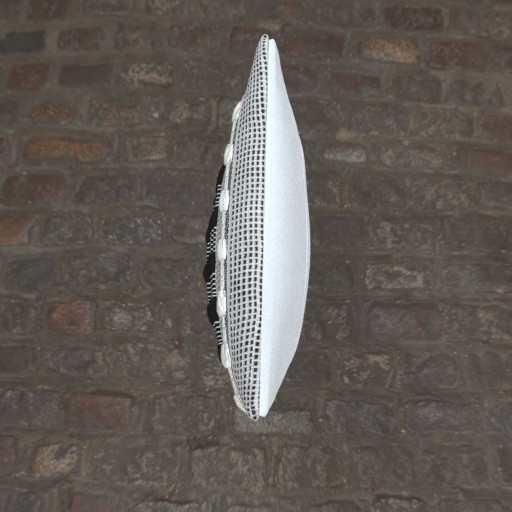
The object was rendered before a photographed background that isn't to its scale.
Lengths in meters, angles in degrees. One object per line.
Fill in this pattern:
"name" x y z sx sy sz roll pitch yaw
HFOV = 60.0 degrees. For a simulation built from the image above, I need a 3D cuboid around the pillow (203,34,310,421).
"pillow" 0.000 0.000 0.678 0.156 0.438 0.436 2 76 0
